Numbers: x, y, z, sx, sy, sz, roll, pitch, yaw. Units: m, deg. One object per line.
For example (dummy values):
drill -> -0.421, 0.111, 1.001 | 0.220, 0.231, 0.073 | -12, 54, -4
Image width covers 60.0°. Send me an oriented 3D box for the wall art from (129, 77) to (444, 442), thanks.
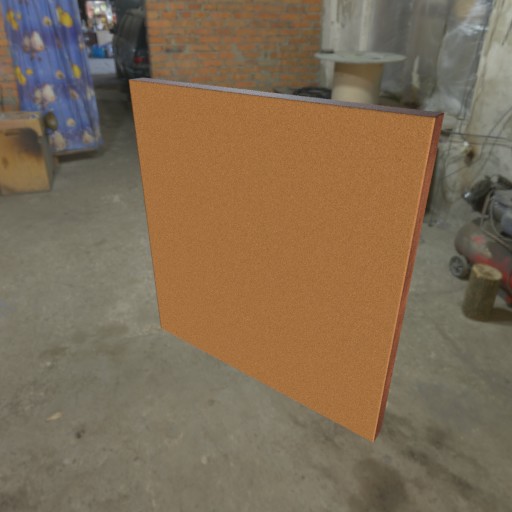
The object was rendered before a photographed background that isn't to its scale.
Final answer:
wall art -> 0.000, 0.000, 0.819 | 0.554, 0.572, 0.037 | 20, 35, 31
